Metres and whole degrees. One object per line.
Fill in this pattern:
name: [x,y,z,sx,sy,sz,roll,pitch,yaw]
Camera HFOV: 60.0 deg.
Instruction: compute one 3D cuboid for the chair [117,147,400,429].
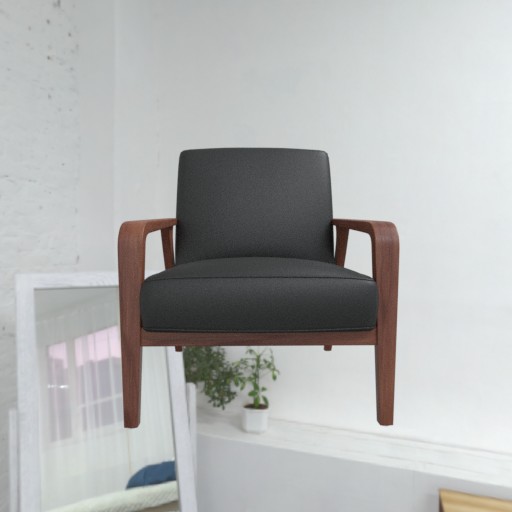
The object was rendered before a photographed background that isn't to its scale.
chair: [0.000,0.000,1.513,0.719,0.861,0.889,0,1,-1]
